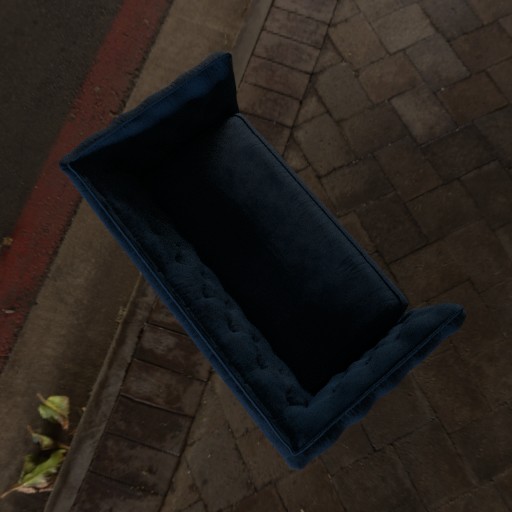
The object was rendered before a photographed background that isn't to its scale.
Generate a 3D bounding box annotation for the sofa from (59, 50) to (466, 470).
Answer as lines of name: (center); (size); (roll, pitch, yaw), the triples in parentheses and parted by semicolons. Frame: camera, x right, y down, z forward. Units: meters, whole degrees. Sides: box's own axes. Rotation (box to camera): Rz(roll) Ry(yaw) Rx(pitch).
sofa: (0.000, 0.000, 2.127); (0.909, 0.810, 1.583); (-38, 79, -8)
